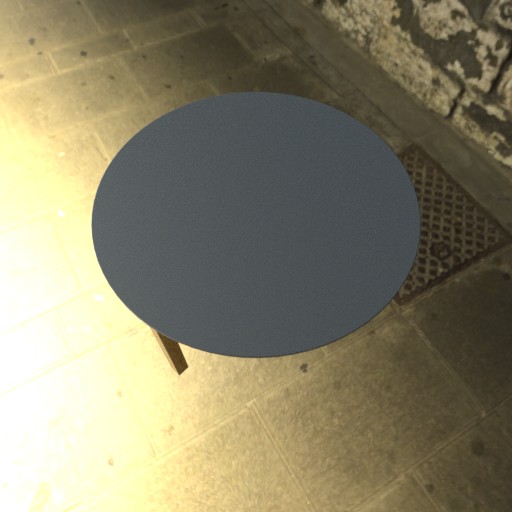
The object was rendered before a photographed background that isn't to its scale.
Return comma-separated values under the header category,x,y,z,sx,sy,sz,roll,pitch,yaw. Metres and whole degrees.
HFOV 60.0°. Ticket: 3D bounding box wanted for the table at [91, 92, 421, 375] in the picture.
category,x,y,z,sx,sy,sz,roll,pitch,yaw
table,0.000,0.000,0.994,0.600,0.405,0.600,0,59,0
